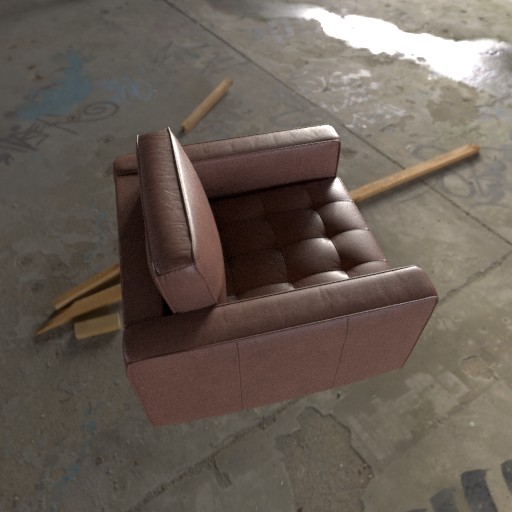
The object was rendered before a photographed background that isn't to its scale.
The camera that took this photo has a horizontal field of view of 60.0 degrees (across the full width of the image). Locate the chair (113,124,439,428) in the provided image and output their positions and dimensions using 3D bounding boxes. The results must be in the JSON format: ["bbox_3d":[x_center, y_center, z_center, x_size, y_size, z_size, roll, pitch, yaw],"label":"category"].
[{"bbox_3d":[0.000,0.000,1.576,0.900,0.770,0.920,-11,50,-9],"label":"chair"}]
